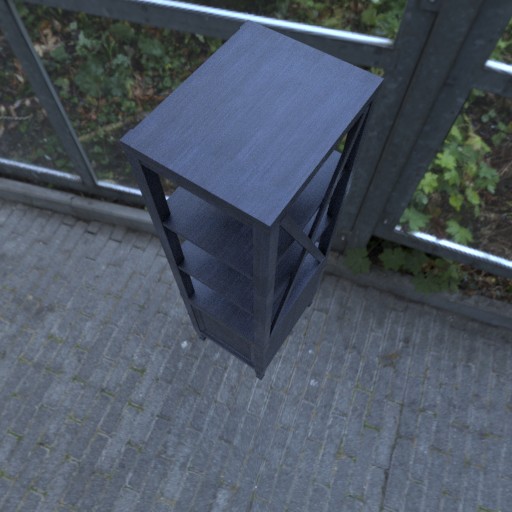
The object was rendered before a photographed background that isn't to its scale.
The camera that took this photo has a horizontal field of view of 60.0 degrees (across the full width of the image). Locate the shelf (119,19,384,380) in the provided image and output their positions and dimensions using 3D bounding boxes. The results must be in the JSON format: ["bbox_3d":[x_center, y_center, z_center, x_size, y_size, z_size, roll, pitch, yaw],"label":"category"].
[{"bbox_3d":[0.000,0.000,1.956,0.472,1.727,0.584,31,67,15],"label":"shelf"}]
